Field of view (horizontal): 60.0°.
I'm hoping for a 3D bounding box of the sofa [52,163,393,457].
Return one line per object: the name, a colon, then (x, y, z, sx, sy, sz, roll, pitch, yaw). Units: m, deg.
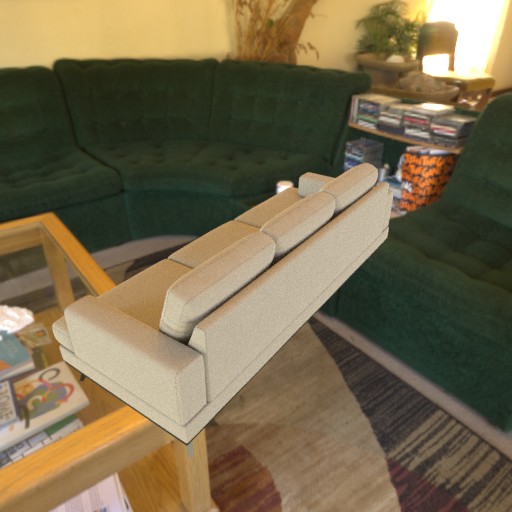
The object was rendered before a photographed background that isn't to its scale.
sofa: (0.000, 0.000, 2.802, 0.920, 0.810, 2.310, 20, 35, 30)
